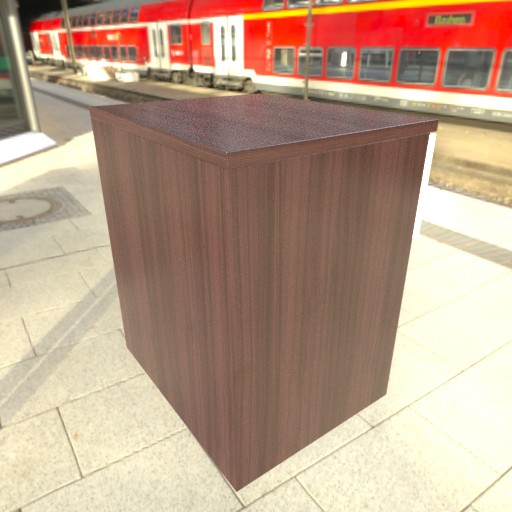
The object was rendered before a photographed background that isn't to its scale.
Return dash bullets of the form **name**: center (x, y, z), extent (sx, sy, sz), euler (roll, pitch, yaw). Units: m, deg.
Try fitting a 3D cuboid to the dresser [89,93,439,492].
- **dresser**: center (0.000, 0.000, 0.752), extent (0.360, 0.470, 0.400), euler (-18, 31, -32)
